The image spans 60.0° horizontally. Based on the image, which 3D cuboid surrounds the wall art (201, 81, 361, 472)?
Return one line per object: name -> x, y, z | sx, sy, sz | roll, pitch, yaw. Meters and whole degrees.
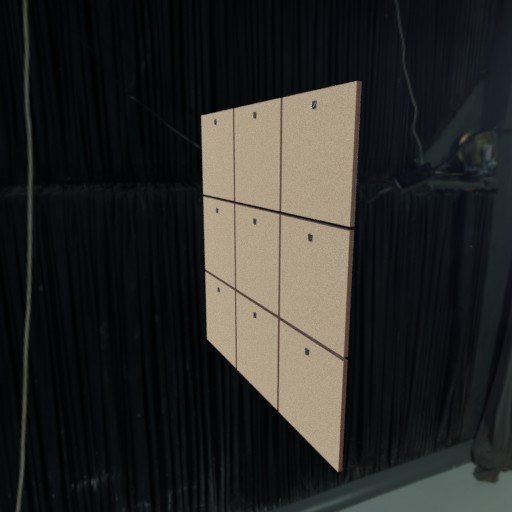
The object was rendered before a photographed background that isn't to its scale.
wall art -> 0.000, 0.000, 1.383 | 0.018, 0.904, 0.906 | -6, 14, -26
